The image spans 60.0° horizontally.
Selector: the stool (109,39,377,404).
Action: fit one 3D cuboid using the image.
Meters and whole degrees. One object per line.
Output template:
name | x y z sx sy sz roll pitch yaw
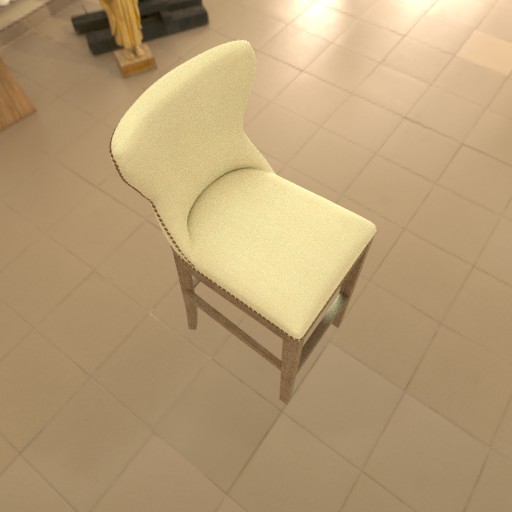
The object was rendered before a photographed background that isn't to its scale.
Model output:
stool | 0.000 0.000 1.444 0.606 1.123 0.494 32 64 18
